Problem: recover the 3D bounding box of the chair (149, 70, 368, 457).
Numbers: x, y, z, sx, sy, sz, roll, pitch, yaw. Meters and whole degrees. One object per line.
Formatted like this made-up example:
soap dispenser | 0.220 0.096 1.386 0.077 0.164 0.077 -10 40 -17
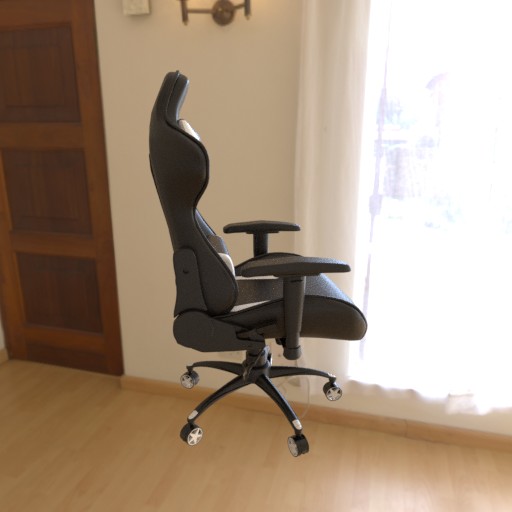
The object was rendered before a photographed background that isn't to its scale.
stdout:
chair | 0.000 0.000 1.672 0.695 1.285 0.730 -2 16 -9
